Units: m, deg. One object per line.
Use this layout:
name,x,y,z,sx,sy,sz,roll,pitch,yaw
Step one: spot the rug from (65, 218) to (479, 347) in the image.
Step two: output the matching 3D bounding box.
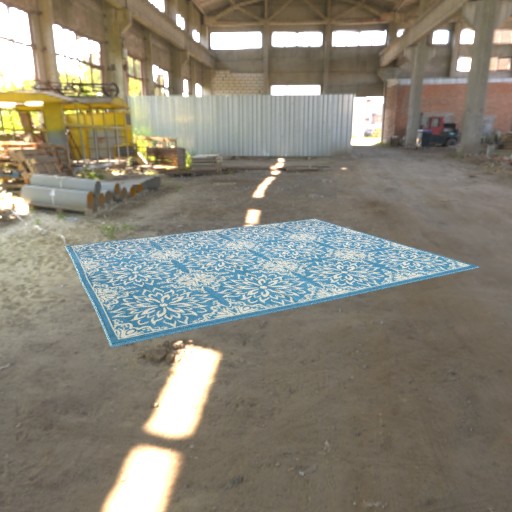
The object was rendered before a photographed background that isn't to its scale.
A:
rug,0.000,0.000,3.980,2.964,0.018,2.350,-8,18,-27
